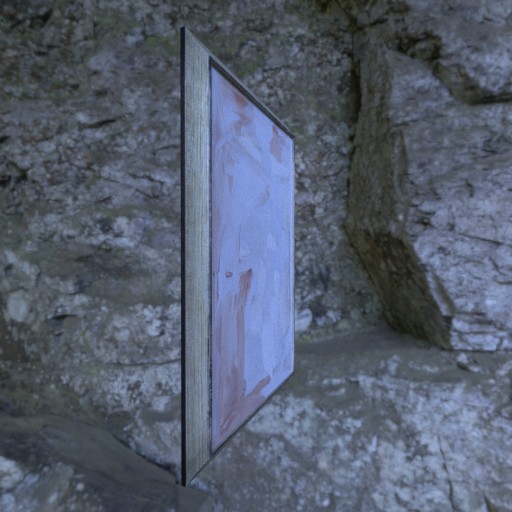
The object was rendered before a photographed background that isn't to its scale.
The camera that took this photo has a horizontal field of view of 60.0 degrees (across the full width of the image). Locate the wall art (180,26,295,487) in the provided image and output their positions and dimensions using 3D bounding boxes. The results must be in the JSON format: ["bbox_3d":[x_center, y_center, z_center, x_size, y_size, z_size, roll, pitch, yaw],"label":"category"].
[{"bbox_3d":[0.000,0.000,0.616,0.023,0.457,0.381,0,1,20],"label":"wall art"}]
